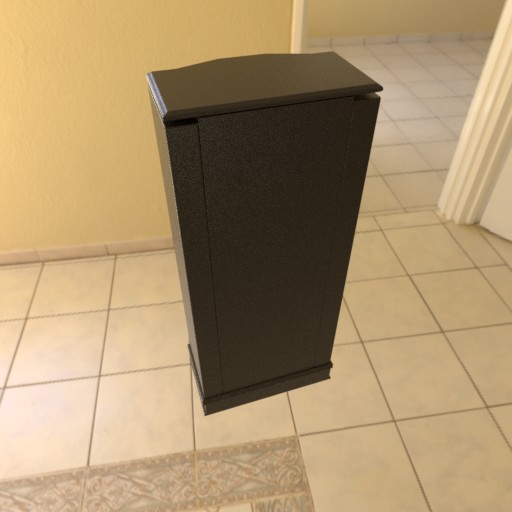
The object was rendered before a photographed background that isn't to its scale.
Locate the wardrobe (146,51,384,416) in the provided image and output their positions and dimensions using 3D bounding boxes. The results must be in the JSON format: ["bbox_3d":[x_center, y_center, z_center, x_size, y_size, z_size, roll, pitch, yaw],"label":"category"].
[{"bbox_3d":[0.000,0.000,1.240,0.444,1.011,0.295,-12,44,-13],"label":"wardrobe"}]
